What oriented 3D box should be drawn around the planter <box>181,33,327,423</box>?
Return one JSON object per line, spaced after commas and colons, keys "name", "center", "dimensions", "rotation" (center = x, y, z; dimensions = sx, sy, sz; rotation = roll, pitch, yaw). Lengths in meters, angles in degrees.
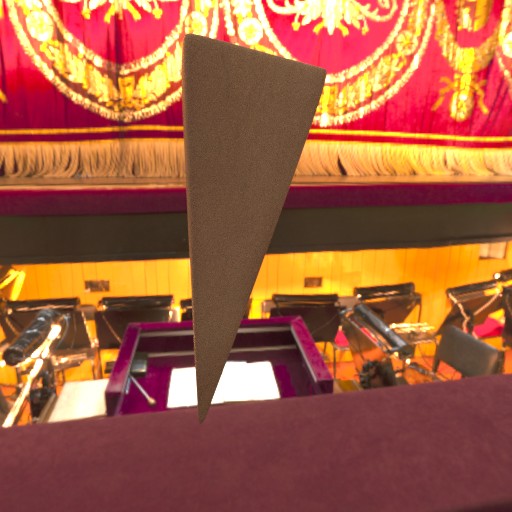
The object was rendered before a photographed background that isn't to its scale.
{"name": "planter", "center": [0.000, 0.000, 0.269], "dimensions": [0.081, 0.224, 0.101], "rotation": [-2, 15, -9]}
